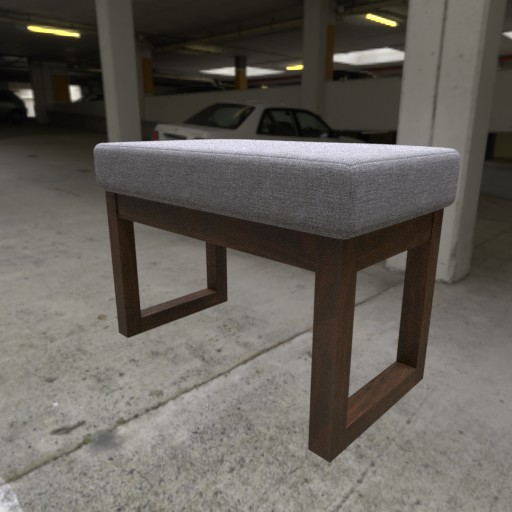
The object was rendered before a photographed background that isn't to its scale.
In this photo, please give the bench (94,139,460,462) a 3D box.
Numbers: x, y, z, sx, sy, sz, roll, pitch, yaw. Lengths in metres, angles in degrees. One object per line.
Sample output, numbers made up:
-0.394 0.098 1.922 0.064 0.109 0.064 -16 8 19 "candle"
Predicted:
0.000 0.000 0.951 0.681 0.467 0.366 16 23 42 "bench"
